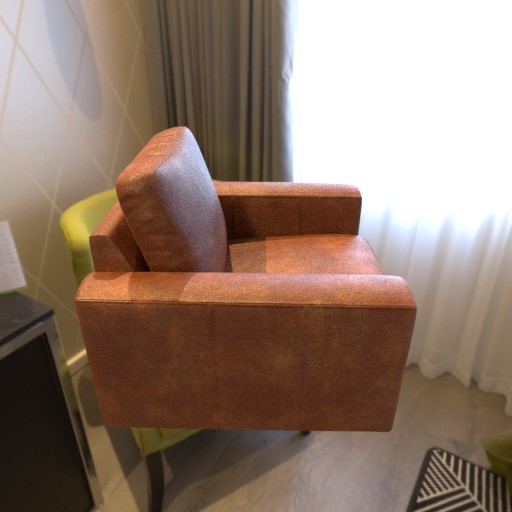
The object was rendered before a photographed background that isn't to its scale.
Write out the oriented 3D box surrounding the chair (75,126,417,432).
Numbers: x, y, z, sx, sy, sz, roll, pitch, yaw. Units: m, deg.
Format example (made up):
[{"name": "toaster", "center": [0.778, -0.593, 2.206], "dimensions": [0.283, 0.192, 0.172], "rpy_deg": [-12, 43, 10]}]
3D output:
[{"name": "chair", "center": [0.000, 0.000, 1.736], "dimensions": [1.016, 0.873, 1.005], "rpy_deg": [1, 29, 1]}]
